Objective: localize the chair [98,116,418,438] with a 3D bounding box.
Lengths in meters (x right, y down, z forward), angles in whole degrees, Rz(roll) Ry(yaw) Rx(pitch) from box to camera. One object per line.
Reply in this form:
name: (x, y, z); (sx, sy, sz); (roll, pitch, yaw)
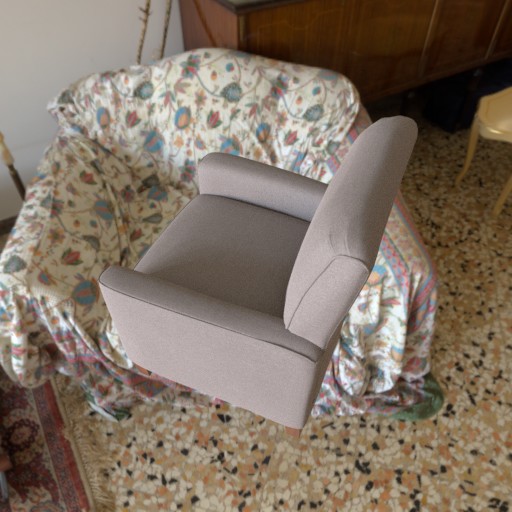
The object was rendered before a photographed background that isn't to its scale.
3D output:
chair: (0.000, 0.000, 1.652); (0.859, 1.023, 0.845); (17, 49, 16)
